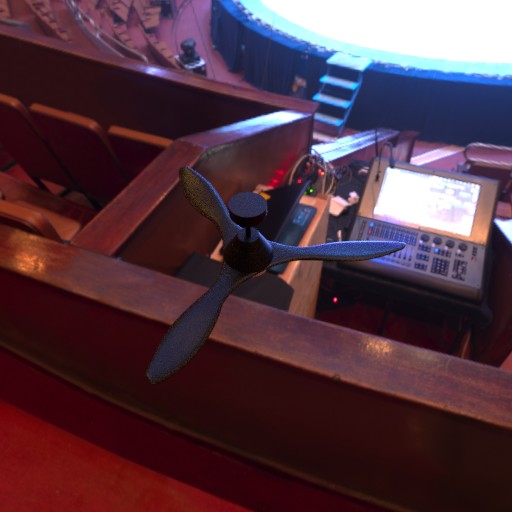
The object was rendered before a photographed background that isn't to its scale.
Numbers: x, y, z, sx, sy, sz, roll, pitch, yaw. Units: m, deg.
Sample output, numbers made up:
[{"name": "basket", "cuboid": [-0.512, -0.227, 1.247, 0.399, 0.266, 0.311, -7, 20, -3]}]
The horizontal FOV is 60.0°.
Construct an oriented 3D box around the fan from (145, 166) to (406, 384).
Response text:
[{"name": "fan", "cuboid": [0.000, 0.000, 1.616, 1.067, 0.305, 1.067, 12, 48, 11]}]
